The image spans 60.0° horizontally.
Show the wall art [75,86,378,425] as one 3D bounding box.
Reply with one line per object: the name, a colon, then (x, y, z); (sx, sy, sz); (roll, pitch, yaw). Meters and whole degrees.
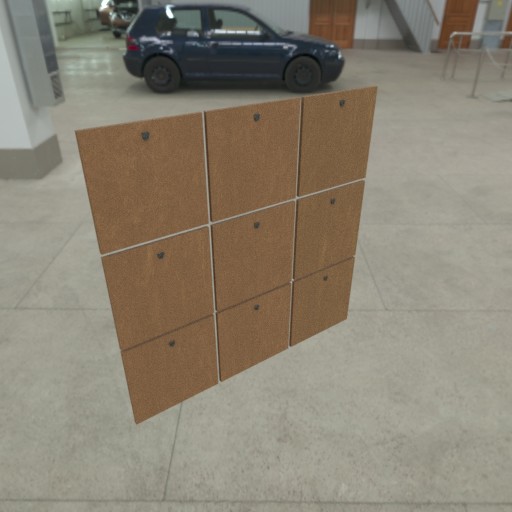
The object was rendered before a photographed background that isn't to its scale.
wall art: (0.000, 0.000, 1.379); (0.915, 0.913, 0.018); (-20, 36, -30)
